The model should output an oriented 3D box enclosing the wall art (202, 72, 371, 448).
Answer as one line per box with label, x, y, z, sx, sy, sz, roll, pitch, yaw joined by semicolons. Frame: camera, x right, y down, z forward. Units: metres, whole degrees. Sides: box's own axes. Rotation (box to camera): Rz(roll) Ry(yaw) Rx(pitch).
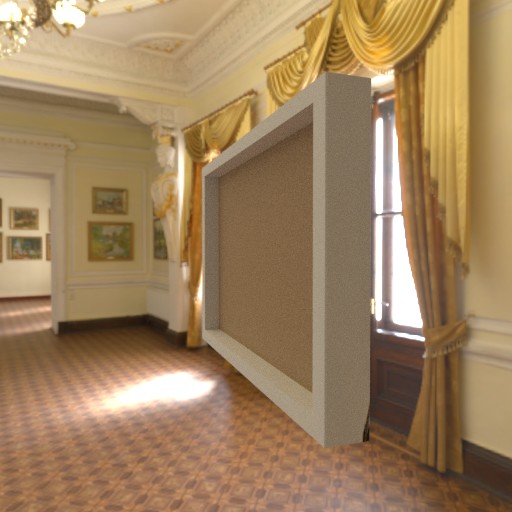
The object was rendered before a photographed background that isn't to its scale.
wall art;0.000;0.000;0.485;0.039;0.254;0.384;0;1;-19
